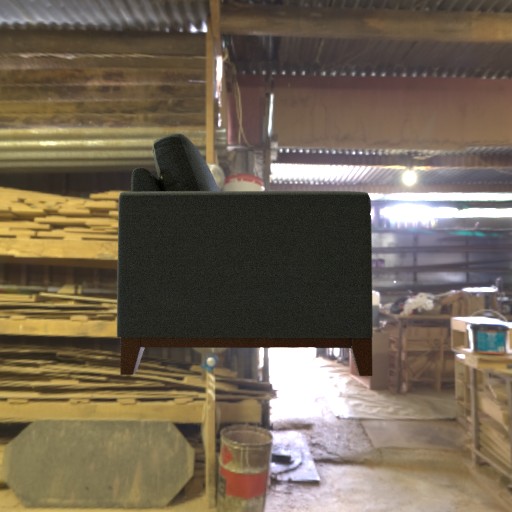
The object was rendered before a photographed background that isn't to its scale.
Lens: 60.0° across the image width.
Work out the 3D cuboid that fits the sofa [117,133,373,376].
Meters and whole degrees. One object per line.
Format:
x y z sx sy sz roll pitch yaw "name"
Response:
0.000 0.000 2.398 0.877 0.865 1.900 0 -3 1 "sofa"
